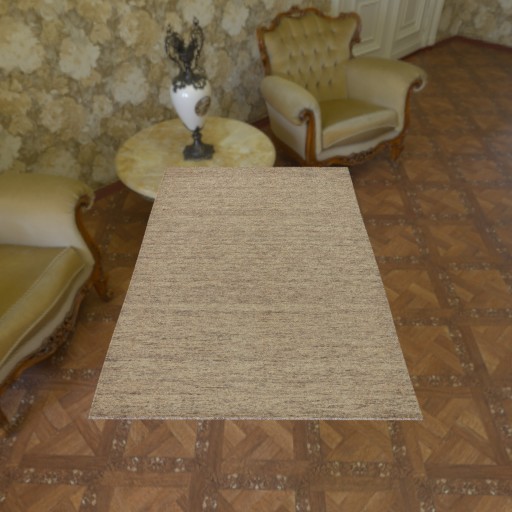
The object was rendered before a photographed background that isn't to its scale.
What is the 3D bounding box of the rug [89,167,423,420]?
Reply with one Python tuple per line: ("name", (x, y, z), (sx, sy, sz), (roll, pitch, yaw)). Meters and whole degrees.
("rug", (0.000, 0.000, 2.895), (1.547, 0.013, 2.283), (0, 41, 0))
